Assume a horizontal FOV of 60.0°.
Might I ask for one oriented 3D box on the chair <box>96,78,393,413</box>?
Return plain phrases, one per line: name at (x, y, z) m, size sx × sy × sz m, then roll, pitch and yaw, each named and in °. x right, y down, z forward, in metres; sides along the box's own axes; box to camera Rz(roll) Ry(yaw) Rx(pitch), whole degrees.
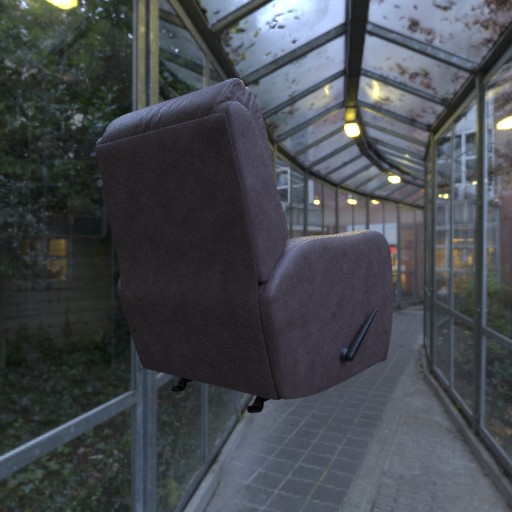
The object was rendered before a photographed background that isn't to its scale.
chair at (0.000, 0.000, 1.834) m, size 0.865 × 1.067 × 1.067 m, roll 0°, pitch 0°, yaw 38°
